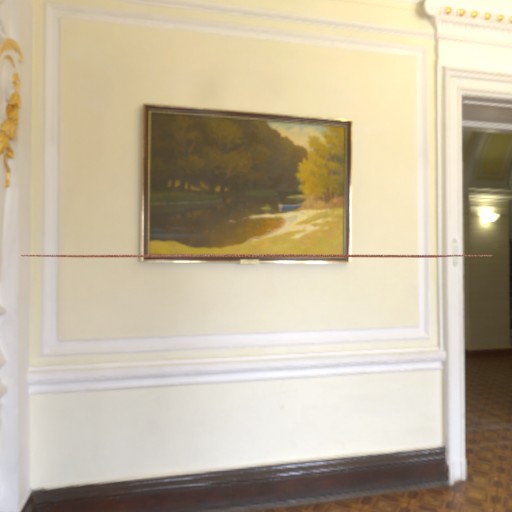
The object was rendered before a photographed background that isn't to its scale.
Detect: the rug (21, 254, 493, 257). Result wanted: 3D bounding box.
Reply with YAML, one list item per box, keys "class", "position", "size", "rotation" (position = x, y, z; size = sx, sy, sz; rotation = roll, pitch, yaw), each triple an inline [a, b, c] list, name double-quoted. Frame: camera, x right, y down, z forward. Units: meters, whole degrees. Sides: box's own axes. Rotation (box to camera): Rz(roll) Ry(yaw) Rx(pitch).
- class: "rug"
  position: [0.000, 0.000, 2.561]
  size: [2.353, 0.013, 0.718]
  rotation: [0, -1, 0]
